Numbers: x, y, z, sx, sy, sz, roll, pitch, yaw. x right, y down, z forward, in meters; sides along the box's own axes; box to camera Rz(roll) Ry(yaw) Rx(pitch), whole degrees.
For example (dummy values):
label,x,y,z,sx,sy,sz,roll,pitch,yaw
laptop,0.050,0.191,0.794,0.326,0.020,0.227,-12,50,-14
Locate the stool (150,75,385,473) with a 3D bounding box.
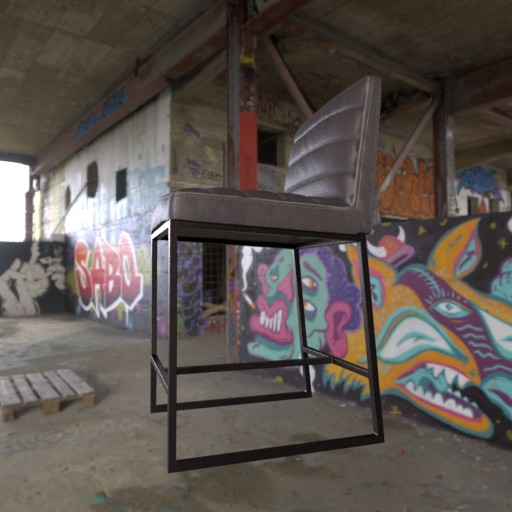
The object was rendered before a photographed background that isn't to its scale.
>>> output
label,x,y,z,sx,sy,sz,roll,pitch,yaw
stool,0.000,0.000,1.251,0.562,0.946,0.463,1,-2,-18
